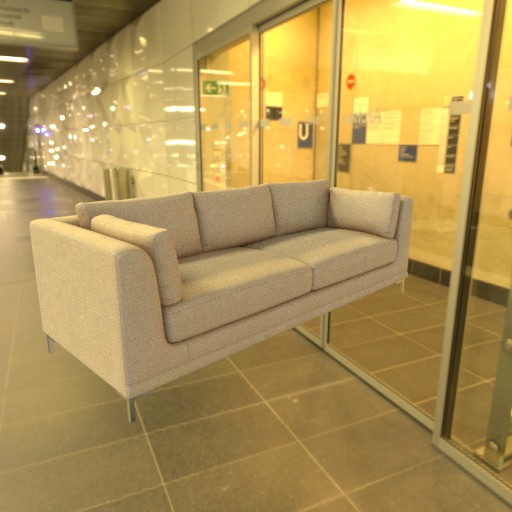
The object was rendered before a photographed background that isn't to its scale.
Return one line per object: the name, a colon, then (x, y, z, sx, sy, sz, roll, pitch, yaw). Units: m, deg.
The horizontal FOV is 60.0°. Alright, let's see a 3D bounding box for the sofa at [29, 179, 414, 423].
sofa: (0.000, 0.000, 2.898, 2.415, 0.867, 0.969, -14, 20, -43)
